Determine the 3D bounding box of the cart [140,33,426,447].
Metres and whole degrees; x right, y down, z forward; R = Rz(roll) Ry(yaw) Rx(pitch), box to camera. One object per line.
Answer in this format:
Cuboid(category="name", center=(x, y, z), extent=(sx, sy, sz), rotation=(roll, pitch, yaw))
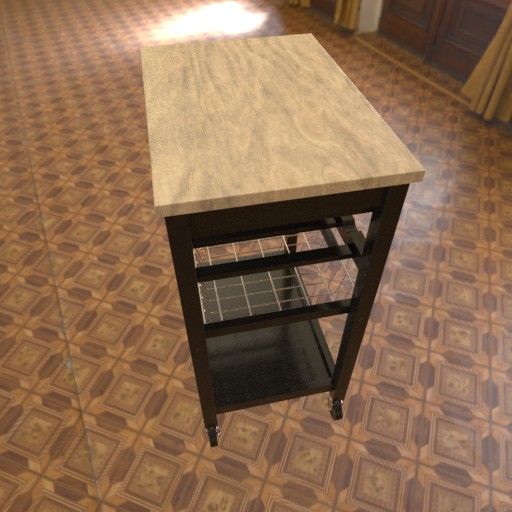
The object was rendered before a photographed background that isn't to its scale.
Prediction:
Cuboid(category="cart", center=(0.000, 0.000, 1.119), extent=(0.403, 0.839, 0.584), rotation=(-9, 46, -9))
